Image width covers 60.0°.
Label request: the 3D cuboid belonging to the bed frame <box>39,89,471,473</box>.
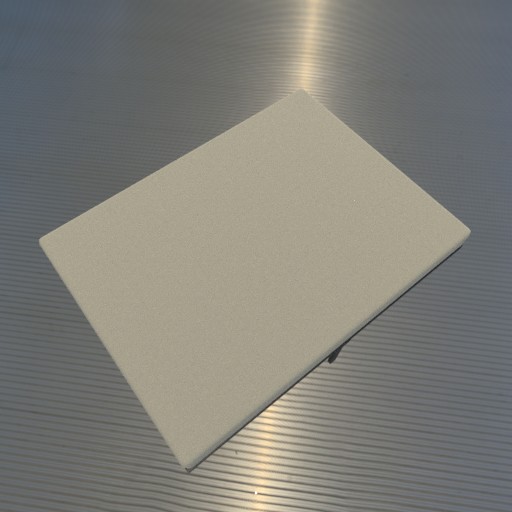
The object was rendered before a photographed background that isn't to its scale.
[{"bbox_3d":[0.000,0.000,3.599,2.635,0.680,1.990,-35,67,-17],"label":"bed frame"}]
